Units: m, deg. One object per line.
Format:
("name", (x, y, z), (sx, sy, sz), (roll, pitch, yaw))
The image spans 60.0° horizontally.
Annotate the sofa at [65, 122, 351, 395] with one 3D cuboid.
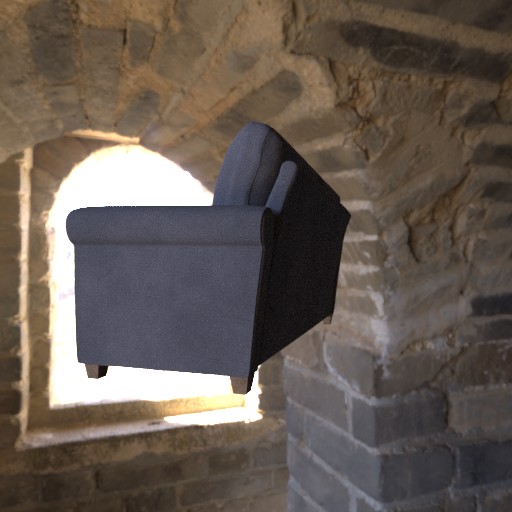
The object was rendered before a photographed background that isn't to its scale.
("sofa", (0.000, 0.000, 2.401), (0.842, 0.942, 1.935), (0, -1, 18))
